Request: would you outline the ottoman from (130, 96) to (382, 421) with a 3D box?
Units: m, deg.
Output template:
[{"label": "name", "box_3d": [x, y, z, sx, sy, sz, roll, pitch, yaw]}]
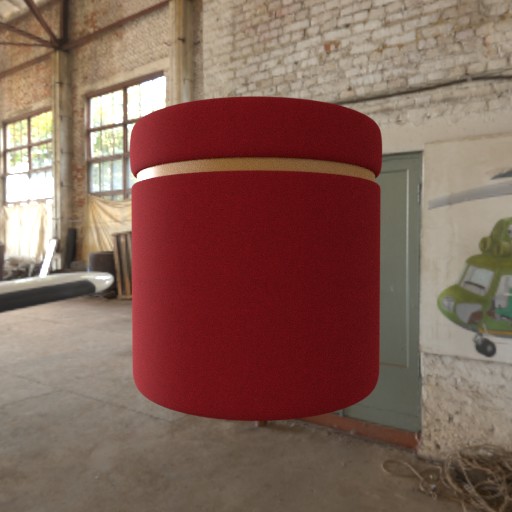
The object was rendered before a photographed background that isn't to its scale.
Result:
[{"label": "ottoman", "box_3d": [0.000, 0.000, 0.734, 0.400, 0.406, 0.400, 0, 1, 0]}]
